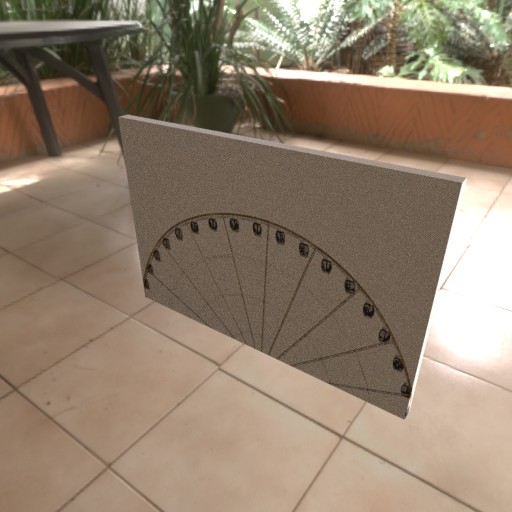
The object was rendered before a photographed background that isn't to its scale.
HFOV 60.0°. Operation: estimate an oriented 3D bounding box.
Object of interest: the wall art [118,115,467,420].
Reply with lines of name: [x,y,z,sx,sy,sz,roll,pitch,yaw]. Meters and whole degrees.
wall art: [0.000,0.000,1.153,0.898,0.601,0.038,19,35,30]
